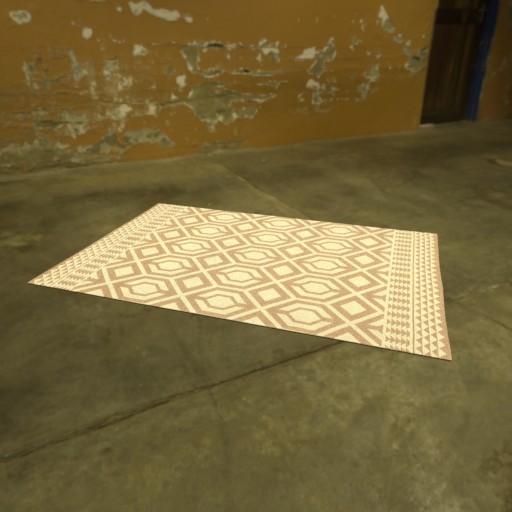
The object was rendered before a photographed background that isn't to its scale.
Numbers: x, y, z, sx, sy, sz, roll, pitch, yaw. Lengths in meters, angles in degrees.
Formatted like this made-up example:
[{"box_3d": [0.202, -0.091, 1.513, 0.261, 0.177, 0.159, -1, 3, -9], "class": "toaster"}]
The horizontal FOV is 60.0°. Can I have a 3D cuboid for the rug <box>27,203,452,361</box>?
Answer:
[{"box_3d": [0.000, 0.000, 2.321, 1.829, 0.008, 1.219, 8, 26, 16], "class": "rug"}]
